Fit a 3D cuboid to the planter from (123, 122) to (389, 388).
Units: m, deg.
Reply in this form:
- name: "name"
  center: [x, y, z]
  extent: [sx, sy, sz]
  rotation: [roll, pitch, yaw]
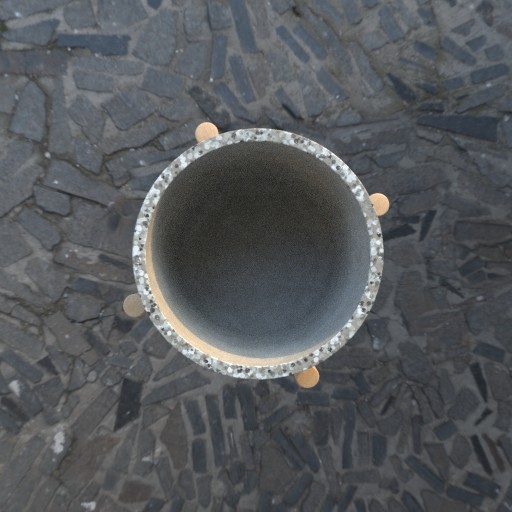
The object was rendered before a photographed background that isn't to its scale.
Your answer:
- name: "planter"
  center: [0.000, 0.000, 0.551]
  extent: [0.284, 0.320, 0.284]
  rotation: [0, 89, -1]
